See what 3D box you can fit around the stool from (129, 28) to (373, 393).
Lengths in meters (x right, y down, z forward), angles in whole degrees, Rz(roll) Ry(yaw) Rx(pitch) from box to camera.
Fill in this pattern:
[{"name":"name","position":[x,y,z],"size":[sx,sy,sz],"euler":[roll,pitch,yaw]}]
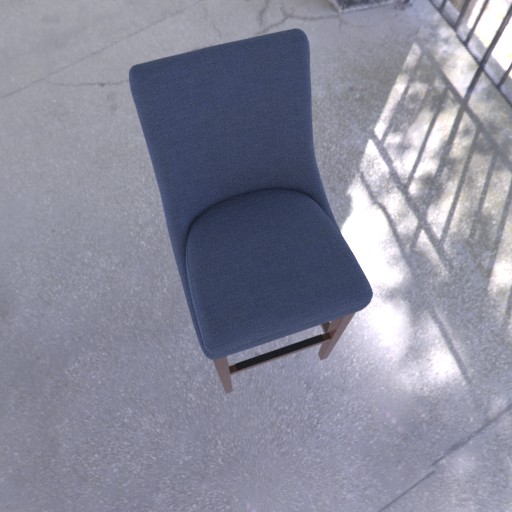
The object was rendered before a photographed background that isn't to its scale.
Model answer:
[{"name":"stool","position":[0.000,0.000,1.346],"size":[0.470,1.078,0.577],"euler":[-17,64,-9]}]
